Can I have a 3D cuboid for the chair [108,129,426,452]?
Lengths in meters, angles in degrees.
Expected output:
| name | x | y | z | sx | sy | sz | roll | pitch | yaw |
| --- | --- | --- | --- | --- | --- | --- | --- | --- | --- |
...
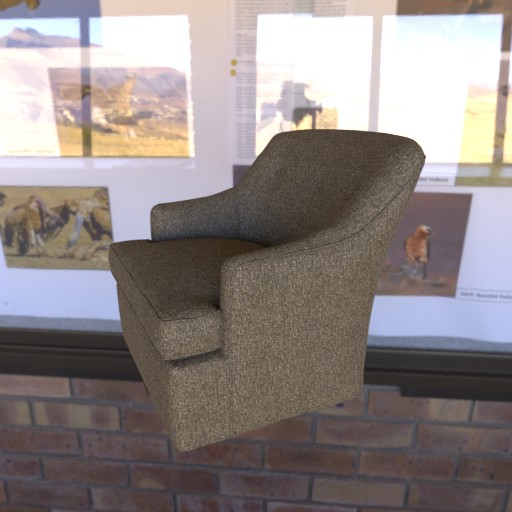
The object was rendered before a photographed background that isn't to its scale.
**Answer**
| name | x | y | z | sx | sy | sz | roll | pitch | yaw |
| --- | --- | --- | --- | --- | --- | --- | --- | --- | --- |
| chair | 0.000 | 0.000 | 1.592 | 0.923 | 0.856 | 0.864 | -9 | 20 | -25 |
